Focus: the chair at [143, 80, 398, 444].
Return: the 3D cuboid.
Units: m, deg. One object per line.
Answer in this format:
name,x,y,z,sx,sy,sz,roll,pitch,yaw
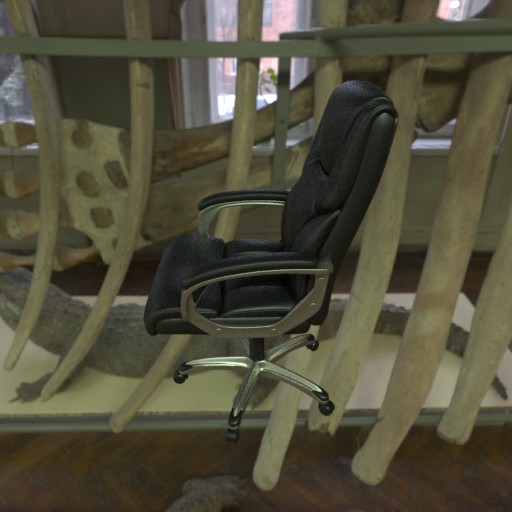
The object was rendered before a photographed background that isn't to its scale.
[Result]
chair,0.000,0.000,1.573,0.739,1.155,0.663,-1,28,-2
